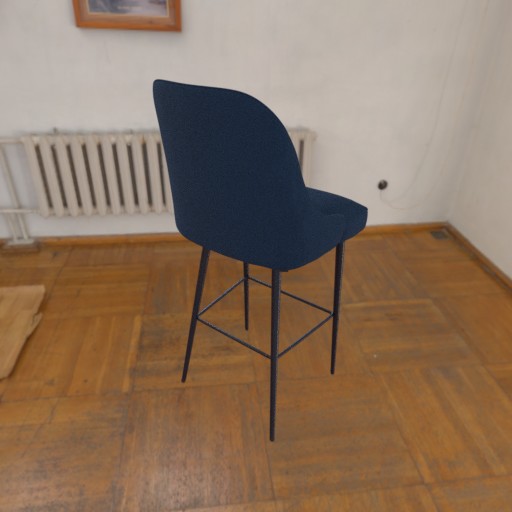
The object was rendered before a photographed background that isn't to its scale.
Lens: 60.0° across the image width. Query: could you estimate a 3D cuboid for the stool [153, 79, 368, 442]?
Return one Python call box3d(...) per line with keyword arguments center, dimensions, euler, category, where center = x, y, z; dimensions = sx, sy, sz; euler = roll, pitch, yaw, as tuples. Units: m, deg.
box3d(center=(0.000, 0.000, 1.395), dimensions=(0.527, 1.079, 0.489), euler=(21, 36, 32), category="stool")
